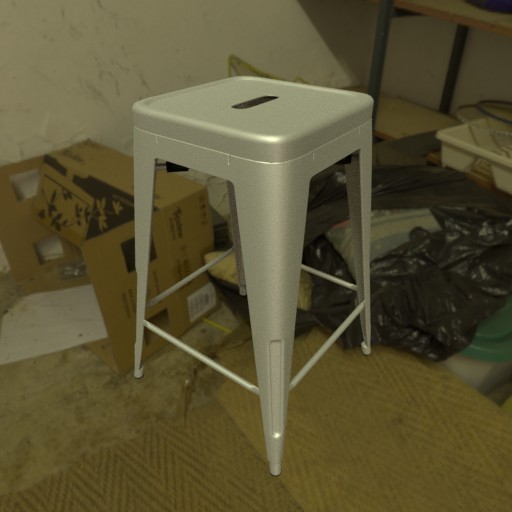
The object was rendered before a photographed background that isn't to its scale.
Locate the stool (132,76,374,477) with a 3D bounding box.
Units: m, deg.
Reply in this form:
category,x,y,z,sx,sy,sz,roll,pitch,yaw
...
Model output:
category,x,y,z,sx,sy,sz,roll,pitch,yaw
stool,0.000,0.000,0.887,0.406,0.610,0.406,22,39,31
